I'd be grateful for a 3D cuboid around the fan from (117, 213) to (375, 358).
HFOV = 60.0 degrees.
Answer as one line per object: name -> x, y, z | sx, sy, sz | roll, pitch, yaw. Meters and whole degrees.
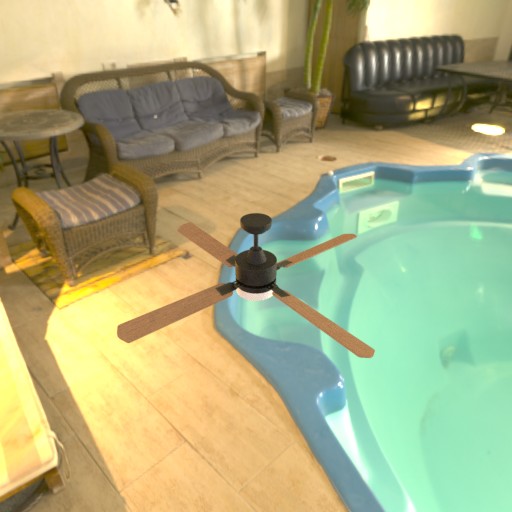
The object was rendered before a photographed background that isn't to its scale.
fan -> 0.000, 0.000, 1.958 | 1.320, 0.355, 1.320 | -22, 37, -32
